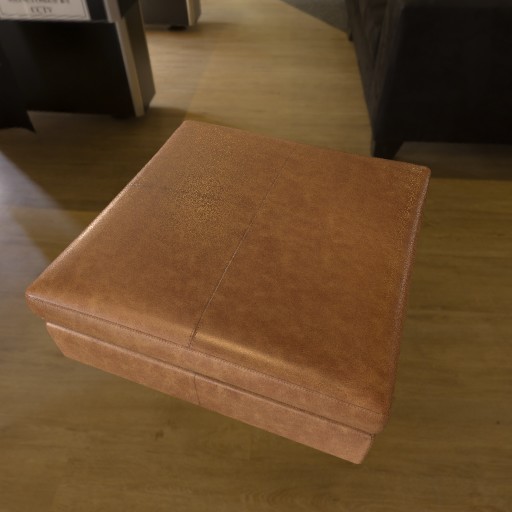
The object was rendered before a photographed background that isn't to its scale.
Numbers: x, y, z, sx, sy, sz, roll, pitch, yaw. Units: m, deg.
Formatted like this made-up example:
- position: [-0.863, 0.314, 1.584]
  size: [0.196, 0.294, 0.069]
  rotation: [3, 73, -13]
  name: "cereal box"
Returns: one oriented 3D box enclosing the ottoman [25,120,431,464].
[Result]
- position: [0.000, 0.000, 1.766]
  size: [1.168, 0.483, 1.169]
  rotation: [15, 48, 14]
  name: "ottoman"
